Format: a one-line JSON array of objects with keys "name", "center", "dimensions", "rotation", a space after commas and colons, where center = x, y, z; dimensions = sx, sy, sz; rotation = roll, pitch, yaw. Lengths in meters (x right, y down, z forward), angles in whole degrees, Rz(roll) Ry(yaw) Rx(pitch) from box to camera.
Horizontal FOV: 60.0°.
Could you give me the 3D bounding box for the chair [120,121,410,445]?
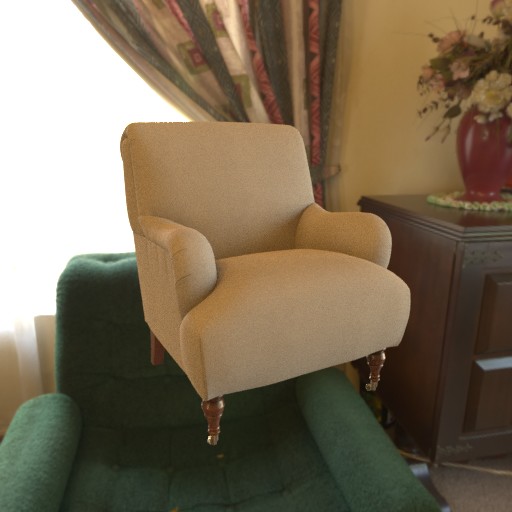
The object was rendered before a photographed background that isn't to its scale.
[{"name": "chair", "center": [0.000, 0.000, 1.583], "dimensions": [0.766, 0.942, 0.842], "rotation": [-8, 16, -27]}]
